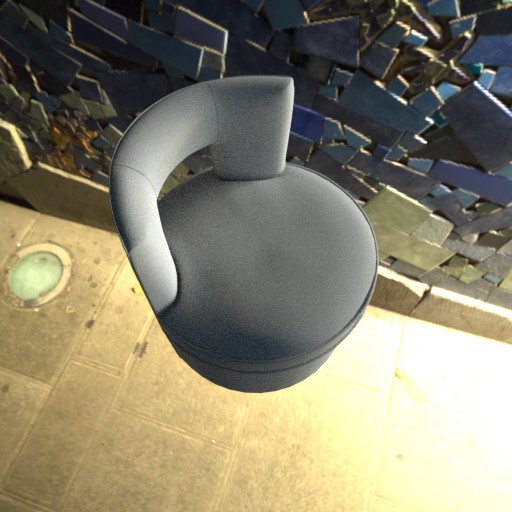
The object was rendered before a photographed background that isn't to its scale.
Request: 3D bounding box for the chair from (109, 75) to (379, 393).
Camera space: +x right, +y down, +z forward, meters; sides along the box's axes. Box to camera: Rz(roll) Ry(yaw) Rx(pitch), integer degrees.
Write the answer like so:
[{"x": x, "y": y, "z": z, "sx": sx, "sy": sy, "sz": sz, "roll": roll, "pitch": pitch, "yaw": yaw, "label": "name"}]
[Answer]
[{"x": 0.000, "y": 0.000, "z": 1.244, "sx": 0.665, "sy": 0.723, "sz": 0.650, "roll": 29, "pitch": 64, "yaw": 16, "label": "chair"}]
